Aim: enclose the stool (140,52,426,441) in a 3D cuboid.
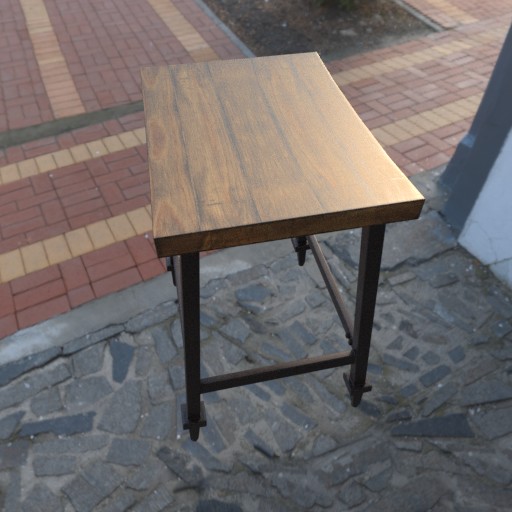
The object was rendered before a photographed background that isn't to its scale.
[{"bbox_3d":[0.000,0.000,0.930,0.405,0.625,0.486,-9,47,-8],"label":"stool"}]
